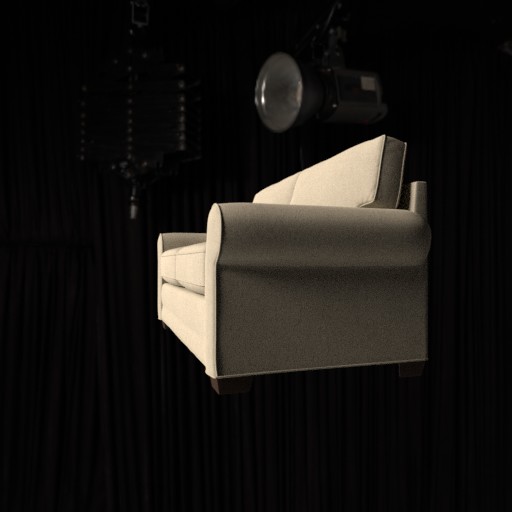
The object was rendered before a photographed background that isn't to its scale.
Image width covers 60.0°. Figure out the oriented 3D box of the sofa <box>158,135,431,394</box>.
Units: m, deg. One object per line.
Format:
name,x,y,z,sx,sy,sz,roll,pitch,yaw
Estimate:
sofa,0.000,0.000,2.332,0.861,0.933,1.774,0,-1,-18
